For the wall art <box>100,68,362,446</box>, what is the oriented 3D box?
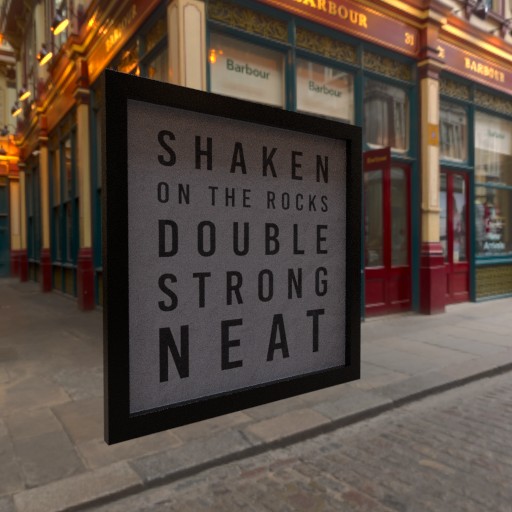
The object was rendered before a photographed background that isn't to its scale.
[{"bbox_3d":[0.000,0.000,0.517,0.349,0.349,0.014,-1,2,-36],"label":"wall art"}]
